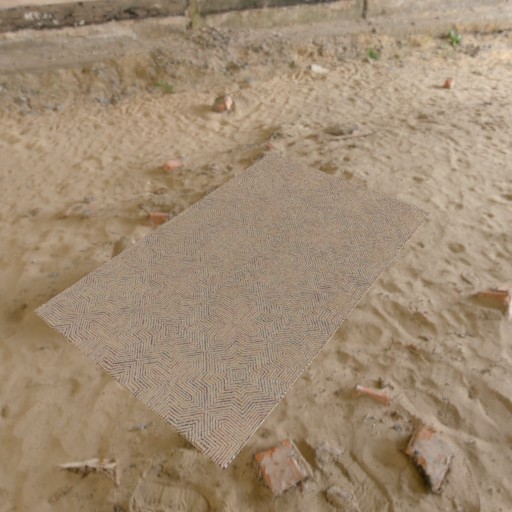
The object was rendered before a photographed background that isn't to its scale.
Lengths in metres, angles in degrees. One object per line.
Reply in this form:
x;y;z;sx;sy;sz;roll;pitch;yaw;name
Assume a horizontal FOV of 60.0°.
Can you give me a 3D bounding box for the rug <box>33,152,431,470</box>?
0.000;0.000;3.032;1.519;0.007;2.428;27;49;27;rug
